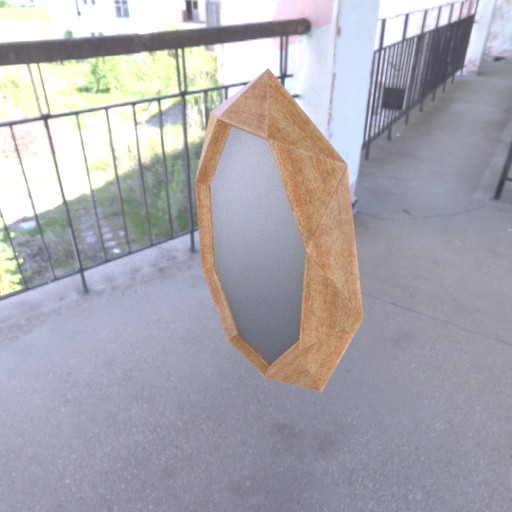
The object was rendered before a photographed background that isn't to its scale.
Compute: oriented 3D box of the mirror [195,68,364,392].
[{"bbox_3d":[0.000,0.000,0.987,0.070,0.774,0.577,-22,38,-30],"label":"mirror"}]
